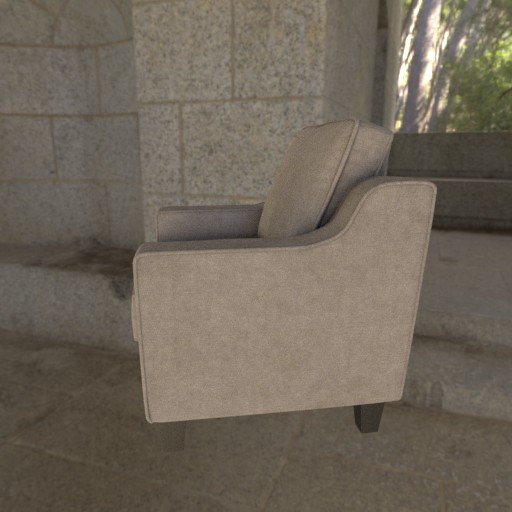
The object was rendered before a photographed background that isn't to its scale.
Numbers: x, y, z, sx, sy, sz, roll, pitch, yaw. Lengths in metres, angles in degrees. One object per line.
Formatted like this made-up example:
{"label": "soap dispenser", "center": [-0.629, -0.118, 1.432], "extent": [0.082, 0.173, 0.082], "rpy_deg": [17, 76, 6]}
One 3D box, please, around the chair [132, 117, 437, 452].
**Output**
{"label": "chair", "center": [0.000, 0.000, 1.617], "extent": [0.840, 0.944, 0.926], "rpy_deg": [-2, 14, -8]}
